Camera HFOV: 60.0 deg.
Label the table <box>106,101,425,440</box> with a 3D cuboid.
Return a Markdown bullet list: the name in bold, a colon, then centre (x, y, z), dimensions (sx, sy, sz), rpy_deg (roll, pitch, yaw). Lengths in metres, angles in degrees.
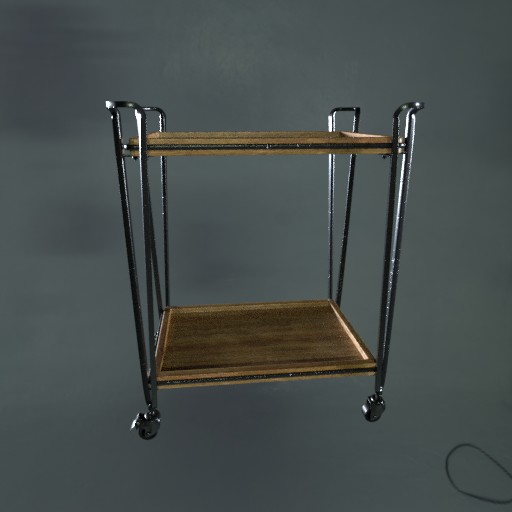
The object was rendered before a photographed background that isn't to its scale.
- **table**: centre (0.000, 0.000, 1.216), dimensions (0.672, 0.785, 0.505), rpy_deg (-2, 18, -6)
